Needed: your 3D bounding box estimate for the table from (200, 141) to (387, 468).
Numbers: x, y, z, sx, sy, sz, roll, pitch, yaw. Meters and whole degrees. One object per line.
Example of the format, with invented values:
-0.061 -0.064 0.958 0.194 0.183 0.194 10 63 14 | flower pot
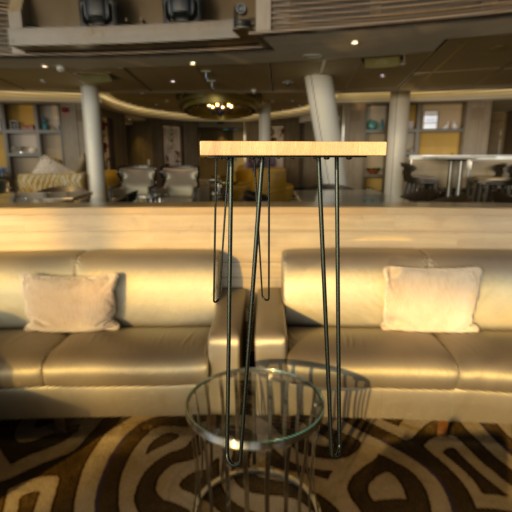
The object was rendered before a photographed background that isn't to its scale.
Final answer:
0.000 0.000 1.692 0.399 0.799 1.400 -1 13 -7 | table
